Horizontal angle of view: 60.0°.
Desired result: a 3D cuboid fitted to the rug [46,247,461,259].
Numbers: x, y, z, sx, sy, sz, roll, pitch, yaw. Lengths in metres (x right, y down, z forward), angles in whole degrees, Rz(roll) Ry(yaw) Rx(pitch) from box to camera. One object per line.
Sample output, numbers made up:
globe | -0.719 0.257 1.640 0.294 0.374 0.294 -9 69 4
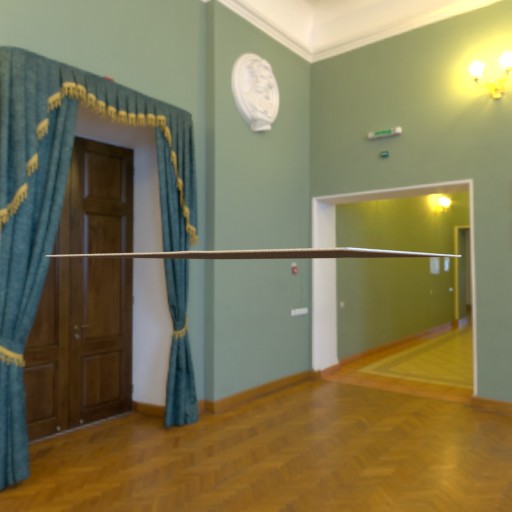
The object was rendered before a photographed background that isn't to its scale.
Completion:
rug | 0.000 0.000 4.101 3.009 0.019 2.423 -1 -1 37
